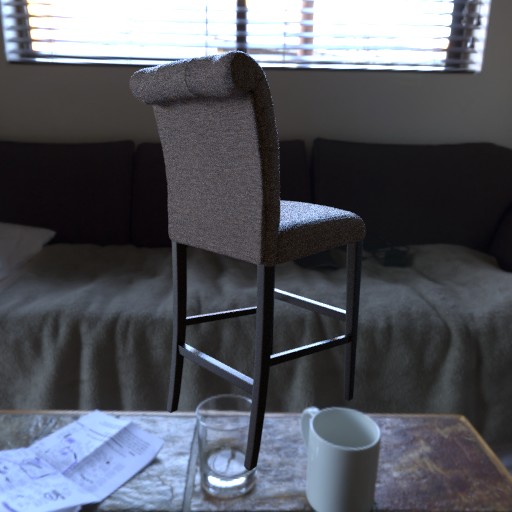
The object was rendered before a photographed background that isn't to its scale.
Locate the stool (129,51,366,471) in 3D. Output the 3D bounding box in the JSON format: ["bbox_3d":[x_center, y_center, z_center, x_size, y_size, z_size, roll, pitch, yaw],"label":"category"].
[{"bbox_3d":[0.000,0.000,1.448,0.452,1.131,0.613,14,21,43],"label":"stool"}]
